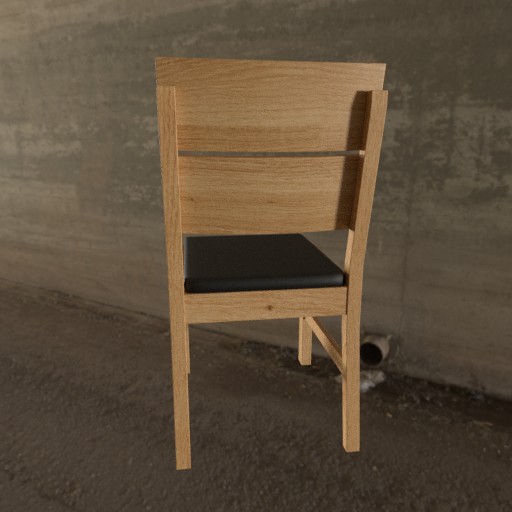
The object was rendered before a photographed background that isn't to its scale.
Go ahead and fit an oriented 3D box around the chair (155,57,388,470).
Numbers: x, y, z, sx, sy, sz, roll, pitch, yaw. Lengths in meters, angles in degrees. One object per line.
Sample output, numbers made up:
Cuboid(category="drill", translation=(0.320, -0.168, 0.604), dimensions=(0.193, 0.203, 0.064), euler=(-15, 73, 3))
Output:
Cuboid(category="chair", translation=(0.000, 0.000, 1.262), dimensions=(0.475, 0.950, 0.569), euler=(-2, 14, -8))
